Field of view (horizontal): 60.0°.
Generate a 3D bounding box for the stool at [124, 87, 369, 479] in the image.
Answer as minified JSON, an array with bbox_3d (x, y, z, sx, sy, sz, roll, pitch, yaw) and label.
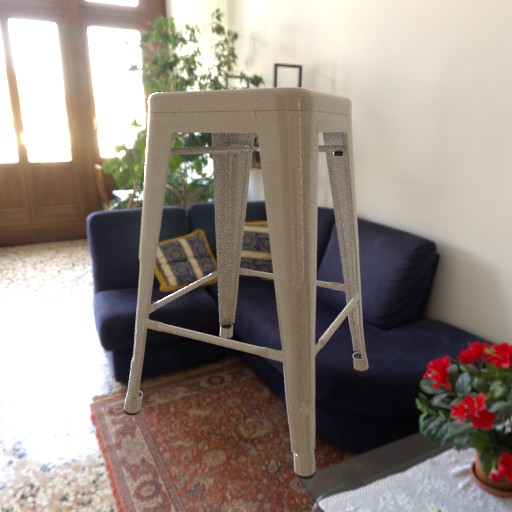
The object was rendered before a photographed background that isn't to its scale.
[{"bbox_3d":[0.000,0.000,0.893,0.406,0.610,0.406,8,18,26],"label":"stool"}]
